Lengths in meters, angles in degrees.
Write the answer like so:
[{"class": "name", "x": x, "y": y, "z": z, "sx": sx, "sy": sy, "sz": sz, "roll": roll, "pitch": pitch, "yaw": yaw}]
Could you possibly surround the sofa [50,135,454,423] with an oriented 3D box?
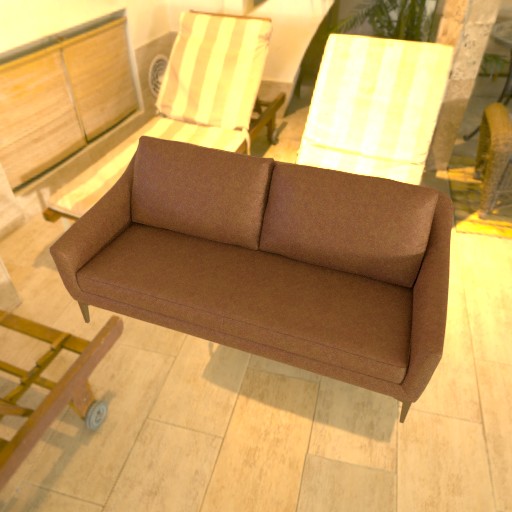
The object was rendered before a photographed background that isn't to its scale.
[{"class": "sofa", "x": 0.000, "y": 0.000, "z": 2.530, "sx": 2.036, "sy": 0.945, "sz": 0.981, "roll": 14, "pitch": 43, "yaw": 15}]
